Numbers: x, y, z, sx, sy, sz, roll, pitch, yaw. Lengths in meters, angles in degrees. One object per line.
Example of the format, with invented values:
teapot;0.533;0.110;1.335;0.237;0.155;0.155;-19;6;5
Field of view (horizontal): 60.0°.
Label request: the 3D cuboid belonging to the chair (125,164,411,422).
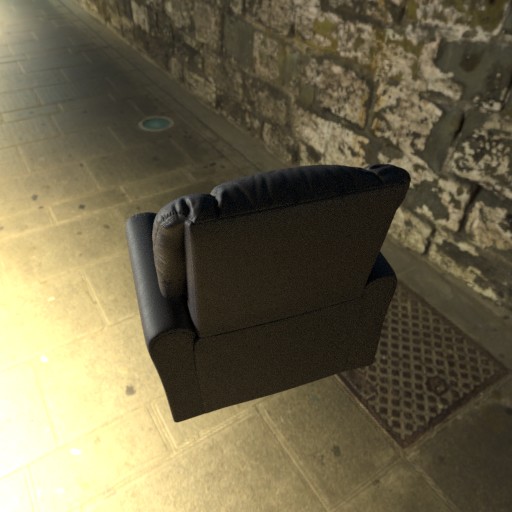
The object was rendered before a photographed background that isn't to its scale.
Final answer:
chair;0.000;0.000;1.122;0.610;0.709;0.521;-12;43;-14
